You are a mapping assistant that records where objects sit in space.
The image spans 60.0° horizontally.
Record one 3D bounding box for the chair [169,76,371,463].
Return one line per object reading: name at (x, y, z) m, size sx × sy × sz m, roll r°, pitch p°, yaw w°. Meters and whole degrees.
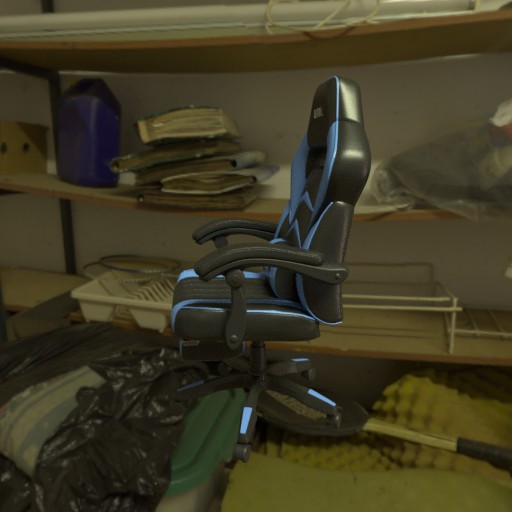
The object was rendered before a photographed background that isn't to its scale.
chair at (0.000, 0.000, 1.690) m, size 0.700 × 1.280 × 0.700 m, roll -2°, pitch 13°, yaw -8°
